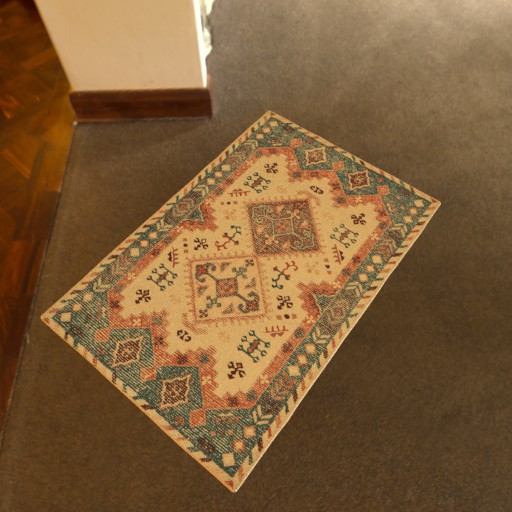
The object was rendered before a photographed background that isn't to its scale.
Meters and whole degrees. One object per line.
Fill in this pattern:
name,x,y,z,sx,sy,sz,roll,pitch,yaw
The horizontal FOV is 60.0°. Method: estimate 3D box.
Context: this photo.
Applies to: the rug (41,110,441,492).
rug,0.000,0.000,2.316,1.225,0.015,1.840,34,65,18
